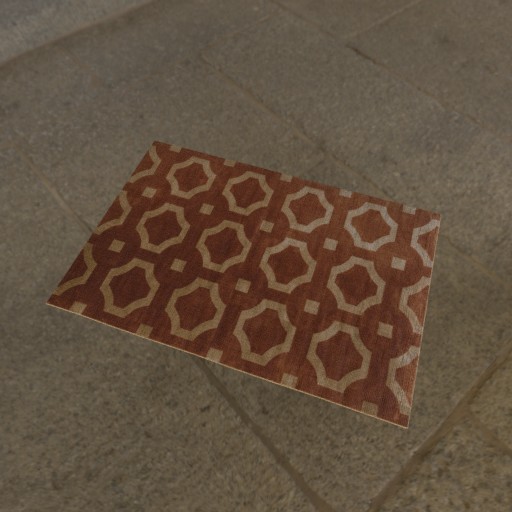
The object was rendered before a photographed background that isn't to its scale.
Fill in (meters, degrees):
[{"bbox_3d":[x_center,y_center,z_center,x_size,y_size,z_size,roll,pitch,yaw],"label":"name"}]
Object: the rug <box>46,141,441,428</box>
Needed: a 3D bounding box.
[{"bbox_3d":[0.000,0.000,3.000,2.286,0.016,1.555,16,59,10],"label":"rug"}]
